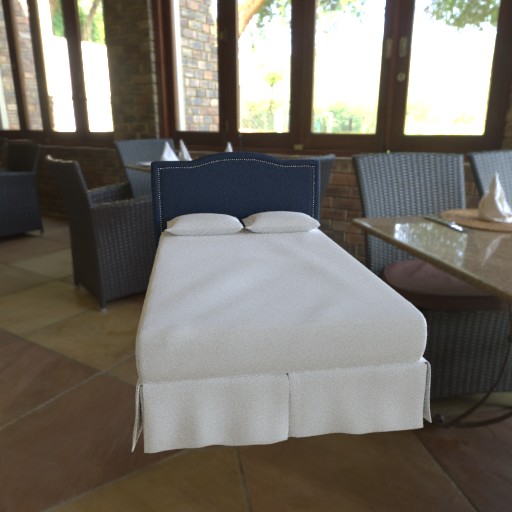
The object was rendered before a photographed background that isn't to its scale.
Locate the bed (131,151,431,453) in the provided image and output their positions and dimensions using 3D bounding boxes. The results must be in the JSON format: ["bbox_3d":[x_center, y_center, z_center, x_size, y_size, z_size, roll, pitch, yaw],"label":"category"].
[{"bbox_3d":[0.000,0.000,3.432,1.741,1.441,2.507,-2,17,-8],"label":"bed"}]
